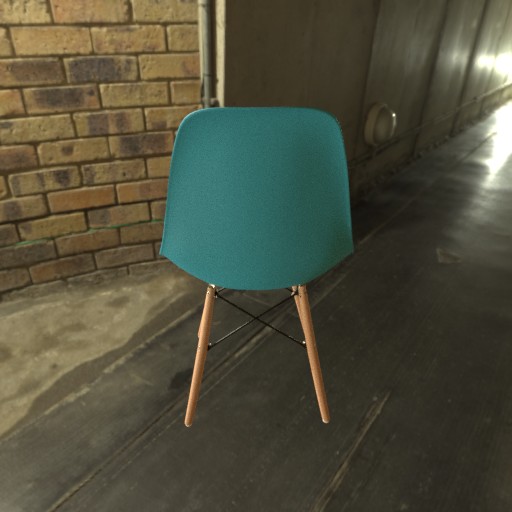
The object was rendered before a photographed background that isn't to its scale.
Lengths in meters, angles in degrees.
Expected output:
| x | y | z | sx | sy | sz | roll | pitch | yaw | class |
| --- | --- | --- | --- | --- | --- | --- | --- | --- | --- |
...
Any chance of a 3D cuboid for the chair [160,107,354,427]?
| x | y | z | sx | sy | sz | roll | pitch | yaw | class |
| --- | --- | --- | --- | --- | --- | --- | --- | --- | --- |
| 0.000 | 0.000 | 1.118 | 0.470 | 0.826 | 0.531 | -1 | 29 | -1 | chair |
